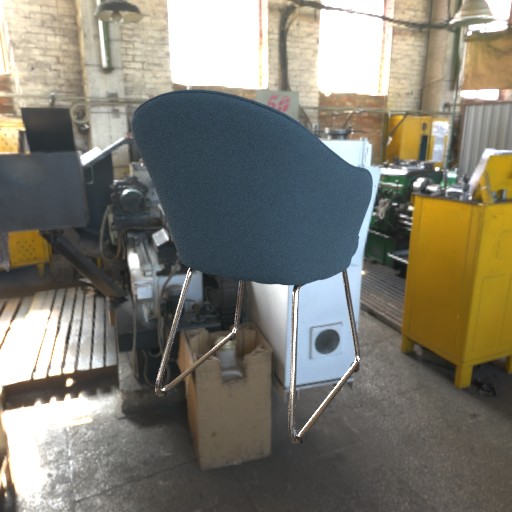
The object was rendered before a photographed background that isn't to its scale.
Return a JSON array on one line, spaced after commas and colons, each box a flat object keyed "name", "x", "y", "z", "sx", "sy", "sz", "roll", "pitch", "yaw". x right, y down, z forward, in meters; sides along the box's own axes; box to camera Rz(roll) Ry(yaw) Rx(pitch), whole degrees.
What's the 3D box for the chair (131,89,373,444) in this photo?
[{"name": "chair", "x": 0.000, "y": 0.000, "z": 1.217, "sx": 0.570, "sy": 0.815, "sz": 0.585, "roll": 8, "pitch": 18, "yaw": 27}]
